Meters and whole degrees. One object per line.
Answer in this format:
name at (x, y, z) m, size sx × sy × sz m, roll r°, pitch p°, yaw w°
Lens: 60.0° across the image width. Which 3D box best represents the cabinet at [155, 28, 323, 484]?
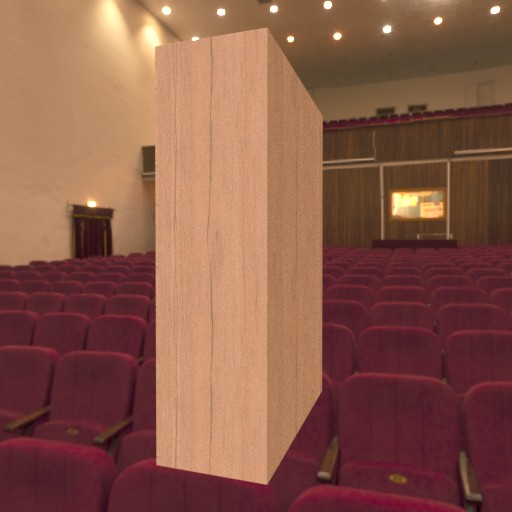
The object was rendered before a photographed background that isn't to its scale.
cabinet at (0.000, 0.000, 2.756) m, size 0.580 × 2.070 × 1.400 m, roll 0°, pitch 1°, yaw 19°
